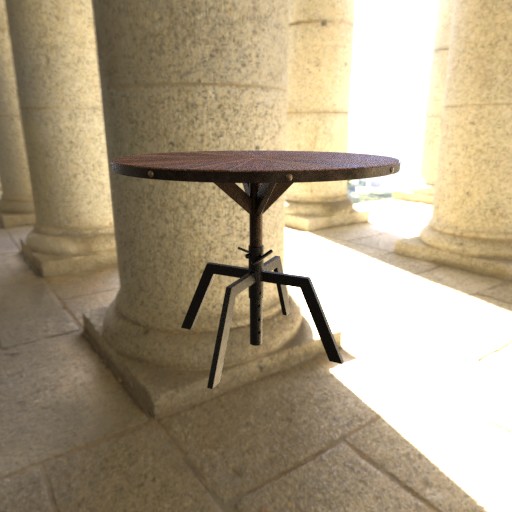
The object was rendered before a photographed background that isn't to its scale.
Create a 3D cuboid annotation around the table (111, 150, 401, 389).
[{"bbox_3d":[0.000,0.000,1.513,0.885,0.658,0.885,0,16,0],"label":"table"}]
